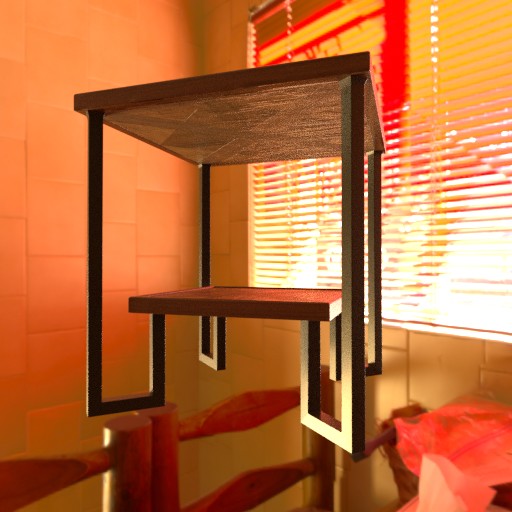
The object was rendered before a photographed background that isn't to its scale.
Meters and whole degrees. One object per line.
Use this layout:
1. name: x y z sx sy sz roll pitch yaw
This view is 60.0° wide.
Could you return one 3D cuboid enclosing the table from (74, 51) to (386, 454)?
1. table: 0.000 0.000 0.927 0.503 0.563 0.503 0 -1 19
